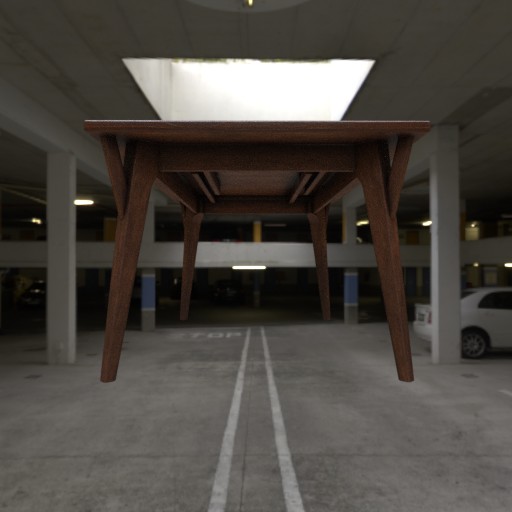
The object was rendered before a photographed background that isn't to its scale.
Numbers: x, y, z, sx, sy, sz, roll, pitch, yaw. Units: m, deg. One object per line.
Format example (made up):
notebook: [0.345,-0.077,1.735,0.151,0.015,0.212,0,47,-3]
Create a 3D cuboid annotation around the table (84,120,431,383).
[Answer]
table: [0.000,0.000,2.022,0.990,0.761,1.524,0,-1,0]
